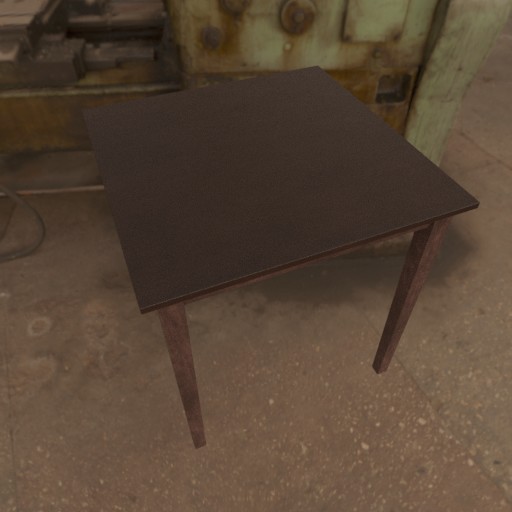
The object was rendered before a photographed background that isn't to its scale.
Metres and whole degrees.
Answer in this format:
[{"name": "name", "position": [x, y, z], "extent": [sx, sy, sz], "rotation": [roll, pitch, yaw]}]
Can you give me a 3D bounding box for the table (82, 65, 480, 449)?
[{"name": "table", "position": [0.000, 0.000, 1.385], "extent": [0.749, 0.770, 0.749], "rotation": [-17, 49, -15]}]
